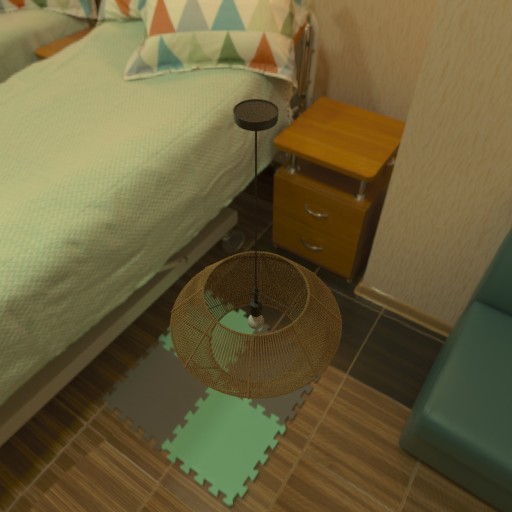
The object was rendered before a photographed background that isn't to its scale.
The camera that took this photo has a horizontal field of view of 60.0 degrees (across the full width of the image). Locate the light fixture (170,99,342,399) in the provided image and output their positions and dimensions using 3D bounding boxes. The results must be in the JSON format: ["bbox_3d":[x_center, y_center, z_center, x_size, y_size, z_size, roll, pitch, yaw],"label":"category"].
[{"bbox_3d":[0.000,0.000,1.412,0.643,1.009,0.643,0,47,0],"label":"light fixture"}]
